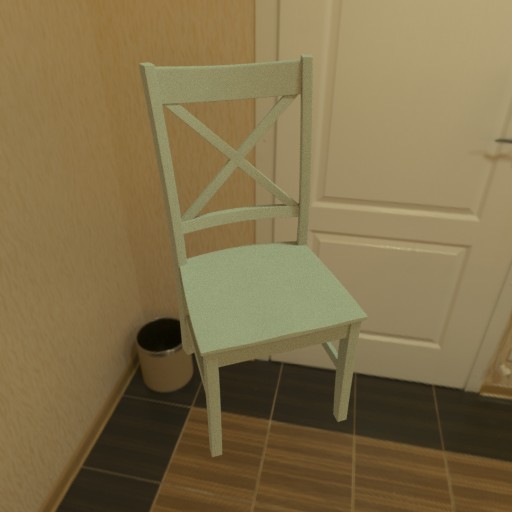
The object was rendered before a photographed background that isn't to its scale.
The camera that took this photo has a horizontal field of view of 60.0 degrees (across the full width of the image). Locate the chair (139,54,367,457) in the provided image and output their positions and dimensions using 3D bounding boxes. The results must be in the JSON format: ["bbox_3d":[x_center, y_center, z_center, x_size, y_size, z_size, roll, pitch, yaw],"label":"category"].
[{"bbox_3d":[0.000,0.000,1.282,0.485,0.983,0.542,-10,34,-15],"label":"chair"}]
